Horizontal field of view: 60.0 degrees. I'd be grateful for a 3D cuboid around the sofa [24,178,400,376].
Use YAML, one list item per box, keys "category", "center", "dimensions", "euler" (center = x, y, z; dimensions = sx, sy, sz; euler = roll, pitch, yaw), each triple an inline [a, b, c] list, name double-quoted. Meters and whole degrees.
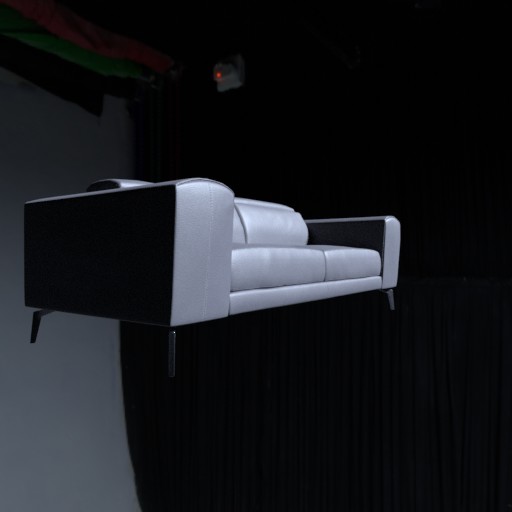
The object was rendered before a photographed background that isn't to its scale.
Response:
- category: "sofa"
  center: [0.000, 0.000, 2.701]
  dimensions: [1.048, 0.814, 2.330]
  euler: [0, 0, 36]
